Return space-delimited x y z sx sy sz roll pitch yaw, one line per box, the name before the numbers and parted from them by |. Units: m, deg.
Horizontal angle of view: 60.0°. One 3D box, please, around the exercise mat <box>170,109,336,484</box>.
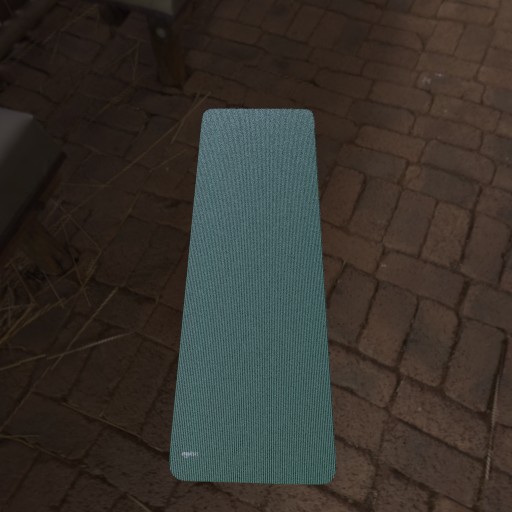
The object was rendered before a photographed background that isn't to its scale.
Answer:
exercise mat | 0.000 0.000 2.047 0.616 0.021 1.869 1 62 0
